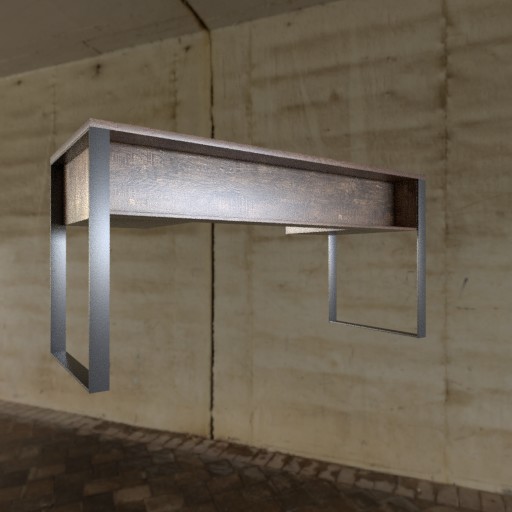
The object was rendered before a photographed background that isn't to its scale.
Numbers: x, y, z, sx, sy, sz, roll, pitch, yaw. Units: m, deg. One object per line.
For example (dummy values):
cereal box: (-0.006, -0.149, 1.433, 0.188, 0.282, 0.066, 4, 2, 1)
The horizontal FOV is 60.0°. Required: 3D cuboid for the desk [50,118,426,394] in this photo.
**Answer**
desk: (0.000, 0.000, 1.901, 1.524, 0.762, 0.599, 0, 0, -34)
